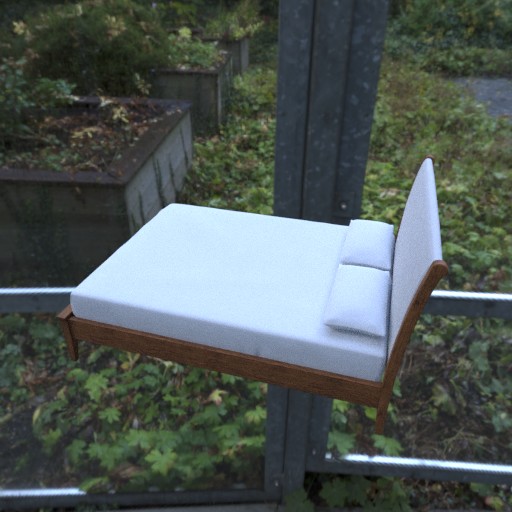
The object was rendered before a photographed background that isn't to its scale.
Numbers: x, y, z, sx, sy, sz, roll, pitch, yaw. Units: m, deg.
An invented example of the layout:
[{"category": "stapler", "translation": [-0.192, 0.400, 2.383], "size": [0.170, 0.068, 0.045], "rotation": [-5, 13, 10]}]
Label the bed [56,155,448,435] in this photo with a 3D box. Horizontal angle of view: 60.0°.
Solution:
[{"category": "bed", "translation": [0.000, 0.000, 2.965], "size": [2.108, 1.135, 1.502], "rotation": [9, 32, 14]}]
